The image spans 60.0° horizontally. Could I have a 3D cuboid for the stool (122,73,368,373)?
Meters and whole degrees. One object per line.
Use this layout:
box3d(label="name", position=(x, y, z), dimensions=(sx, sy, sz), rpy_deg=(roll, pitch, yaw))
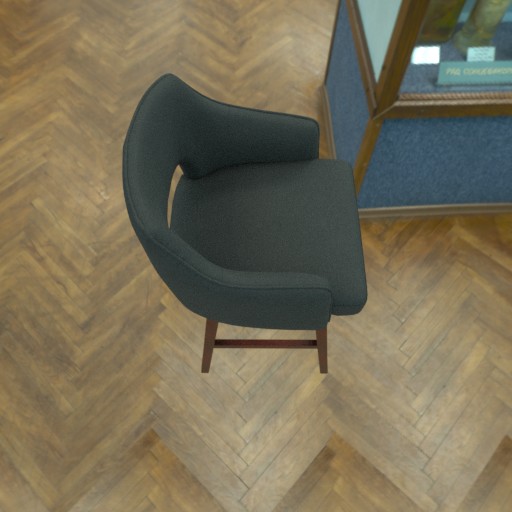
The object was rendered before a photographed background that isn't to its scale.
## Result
box3d(label="stool", position=(0.000, 0.000, 1.343), dimensions=(0.558, 1.012, 0.548), rpy_deg=(0, 62, 0))
